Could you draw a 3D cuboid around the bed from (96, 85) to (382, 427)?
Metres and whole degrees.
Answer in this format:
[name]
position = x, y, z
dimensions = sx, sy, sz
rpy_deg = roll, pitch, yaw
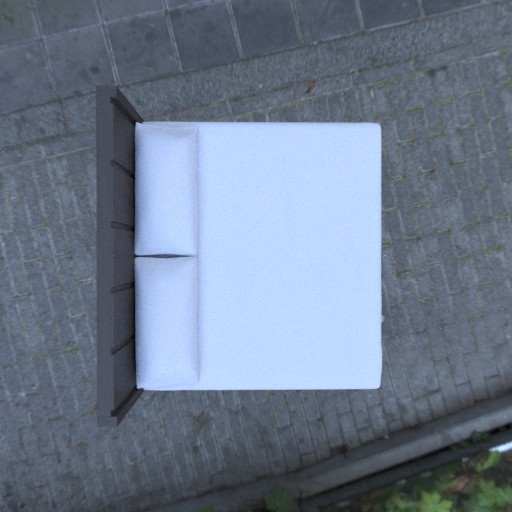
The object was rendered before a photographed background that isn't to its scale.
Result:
[bed]
position = 0.000, 0.000, 3.417
dimensions = 2.012, 1.270, 2.134
rpy_deg = 0, 90, -1
